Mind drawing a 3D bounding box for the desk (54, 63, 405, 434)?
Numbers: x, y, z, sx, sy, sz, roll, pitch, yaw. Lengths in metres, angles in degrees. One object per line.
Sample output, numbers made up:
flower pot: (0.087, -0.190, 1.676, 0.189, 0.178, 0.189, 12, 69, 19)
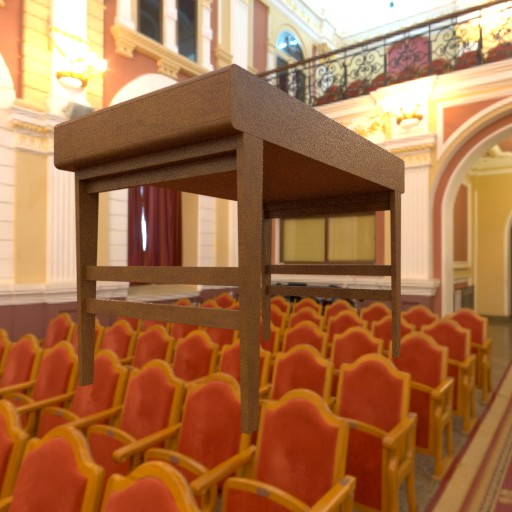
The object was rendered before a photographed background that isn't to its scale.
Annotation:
desk: (0.000, 0.000, 1.498, 0.660, 0.754, 1.066, -1, -1, 36)
